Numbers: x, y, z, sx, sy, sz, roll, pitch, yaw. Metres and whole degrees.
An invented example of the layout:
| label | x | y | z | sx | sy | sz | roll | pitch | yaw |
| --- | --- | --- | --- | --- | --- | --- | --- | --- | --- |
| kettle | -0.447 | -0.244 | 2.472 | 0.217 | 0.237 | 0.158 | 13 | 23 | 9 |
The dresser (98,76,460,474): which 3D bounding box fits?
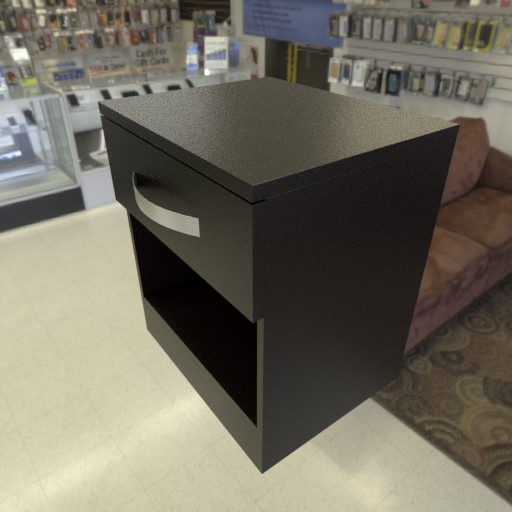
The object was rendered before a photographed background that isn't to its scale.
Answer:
| label | x | y | z | sx | sy | sz | roll | pitch | yaw |
| --- | --- | --- | --- | --- | --- | --- | --- | --- | --- |
| dresser | 0.000 | 0.000 | 0.743 | 0.360 | 0.470 | 0.400 | -22 | 38 | -30 |
